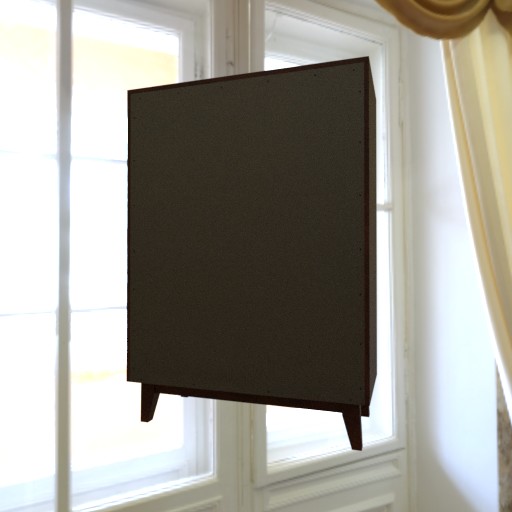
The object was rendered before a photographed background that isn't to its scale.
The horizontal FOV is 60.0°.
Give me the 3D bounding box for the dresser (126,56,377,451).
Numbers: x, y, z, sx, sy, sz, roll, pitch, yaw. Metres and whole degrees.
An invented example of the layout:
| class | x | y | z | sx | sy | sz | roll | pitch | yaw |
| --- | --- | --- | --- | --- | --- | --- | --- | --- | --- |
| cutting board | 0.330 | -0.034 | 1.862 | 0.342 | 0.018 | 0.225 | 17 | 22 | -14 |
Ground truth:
| class | x | y | z | sx | sy | sz | roll | pitch | yaw |
| --- | --- | --- | --- | --- | --- | --- | --- | --- | --- |
| dresser | 0.000 | 0.000 | 2.087 | 1.072 | 1.514 | 0.506 | 0 | -1 | 18 |
